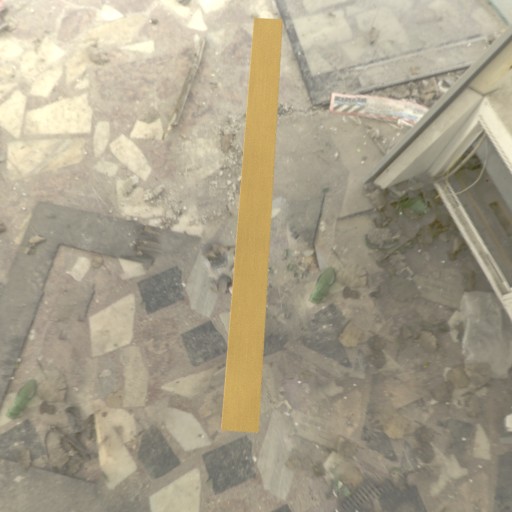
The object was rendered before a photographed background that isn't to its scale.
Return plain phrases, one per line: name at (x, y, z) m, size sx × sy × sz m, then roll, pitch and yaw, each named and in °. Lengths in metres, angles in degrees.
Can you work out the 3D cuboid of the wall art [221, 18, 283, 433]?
wall art at (0.000, 0.000, 0.758) m, size 0.038 × 0.508 × 0.508 m, roll 4°, pitch 75°, yaw 1°
